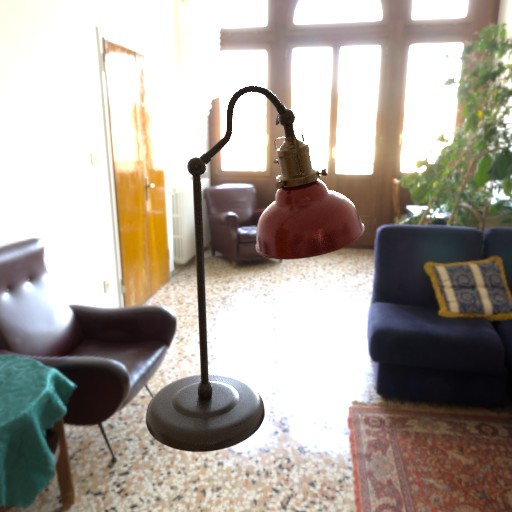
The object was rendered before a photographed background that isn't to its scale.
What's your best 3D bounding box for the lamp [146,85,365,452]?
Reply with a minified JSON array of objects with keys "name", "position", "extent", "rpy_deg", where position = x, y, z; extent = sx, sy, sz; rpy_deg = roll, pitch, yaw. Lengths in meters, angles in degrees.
[{"name":"lamp","position":[0.000,0.000,0.702],"extent":[0.374,0.508,0.192],"rpy_deg":[-7,16,-25]}]
